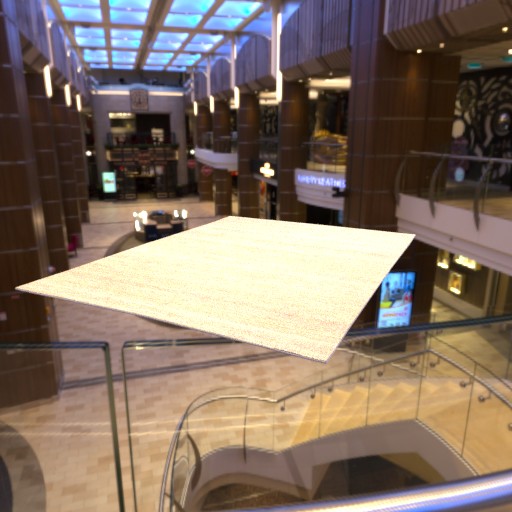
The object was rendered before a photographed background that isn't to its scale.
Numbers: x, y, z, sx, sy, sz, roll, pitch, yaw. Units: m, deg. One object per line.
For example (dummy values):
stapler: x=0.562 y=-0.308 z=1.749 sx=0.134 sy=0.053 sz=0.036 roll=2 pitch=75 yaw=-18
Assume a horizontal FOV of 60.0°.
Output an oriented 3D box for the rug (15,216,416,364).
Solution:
rug: x=0.000 y=0.000 z=4.218 sx=2.467 sy=0.046 sz=3.245 roll=8 pitch=18 yaw=26
